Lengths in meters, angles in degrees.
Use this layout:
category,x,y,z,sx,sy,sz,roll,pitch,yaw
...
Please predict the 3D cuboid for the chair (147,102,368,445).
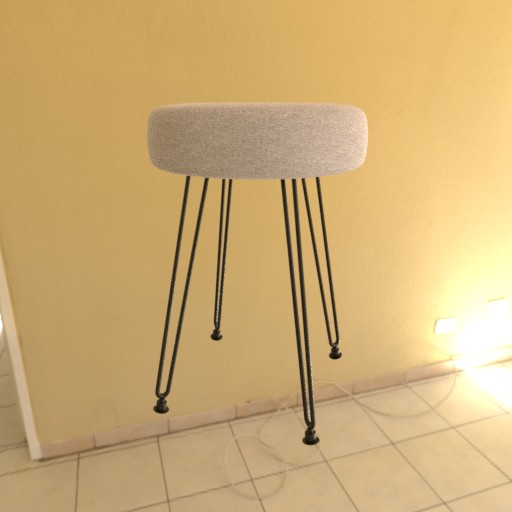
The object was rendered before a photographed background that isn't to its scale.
category,x,y,z,sx,sy,sz,roll,pitch,yaw
chair,0.000,0.000,0.674,0.350,0.440,0.350,-10,21,-26
